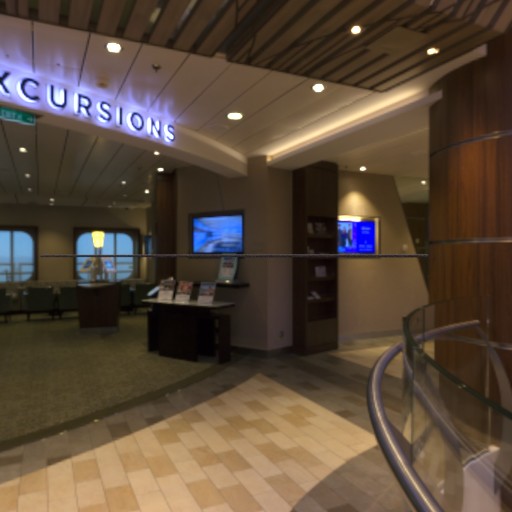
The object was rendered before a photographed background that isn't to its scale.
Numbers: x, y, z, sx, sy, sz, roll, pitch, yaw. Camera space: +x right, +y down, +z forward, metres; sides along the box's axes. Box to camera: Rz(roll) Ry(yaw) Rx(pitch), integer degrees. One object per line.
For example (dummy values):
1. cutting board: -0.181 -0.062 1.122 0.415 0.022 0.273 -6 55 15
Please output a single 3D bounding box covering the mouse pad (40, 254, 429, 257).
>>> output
1. mouse pad: 0.000 0.000 0.450 0.315 0.002 0.269 0 0 18
